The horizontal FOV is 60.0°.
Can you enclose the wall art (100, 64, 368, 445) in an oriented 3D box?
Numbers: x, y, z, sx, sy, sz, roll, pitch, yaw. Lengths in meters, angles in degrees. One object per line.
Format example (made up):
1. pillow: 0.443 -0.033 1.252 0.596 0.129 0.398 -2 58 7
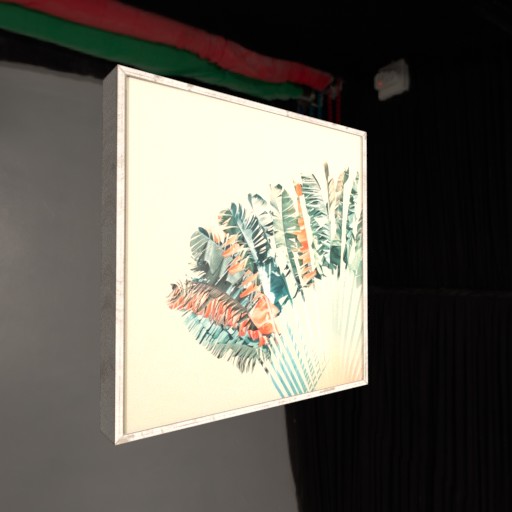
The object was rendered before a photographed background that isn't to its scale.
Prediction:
1. wall art: 0.000 0.000 0.459 0.305 0.303 0.038 1 -2 -36
